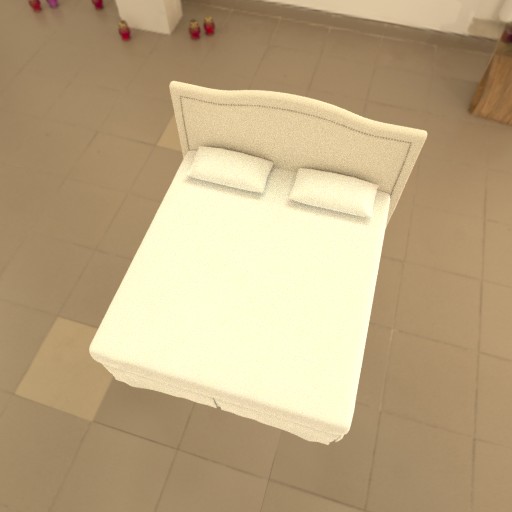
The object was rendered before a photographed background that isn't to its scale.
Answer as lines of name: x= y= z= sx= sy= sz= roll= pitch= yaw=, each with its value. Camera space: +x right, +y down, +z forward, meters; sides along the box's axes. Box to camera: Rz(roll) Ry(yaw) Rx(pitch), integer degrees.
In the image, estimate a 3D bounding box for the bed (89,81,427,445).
bed: x=0.000 y=0.000 z=3.488 sx=2.083 sy=1.421 sz=2.182 roll=14 pitch=60 yaw=8
